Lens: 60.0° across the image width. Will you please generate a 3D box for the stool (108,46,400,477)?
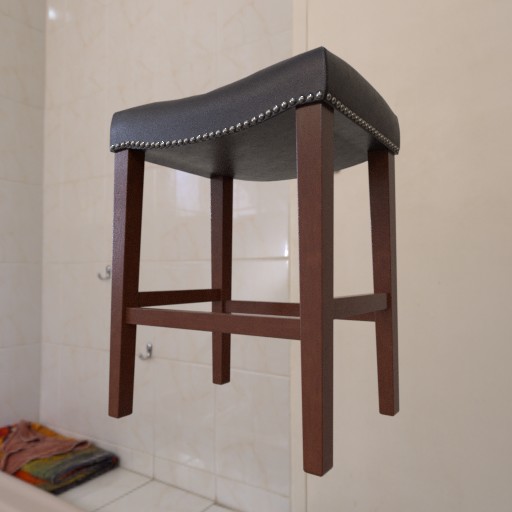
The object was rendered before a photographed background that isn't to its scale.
[{"bbox_3d":[0.000,0.000,0.926,0.504,0.654,0.372,-2,-3,35],"label":"stool"}]
